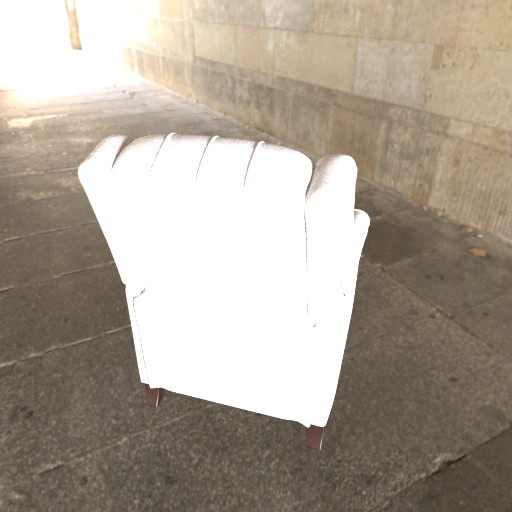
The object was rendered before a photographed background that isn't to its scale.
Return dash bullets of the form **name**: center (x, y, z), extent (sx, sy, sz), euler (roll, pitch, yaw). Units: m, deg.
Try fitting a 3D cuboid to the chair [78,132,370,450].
- **chair**: center (0.000, 0.000, 1.603), extent (0.742, 1.035, 0.902), euler (9, 31, 15)
